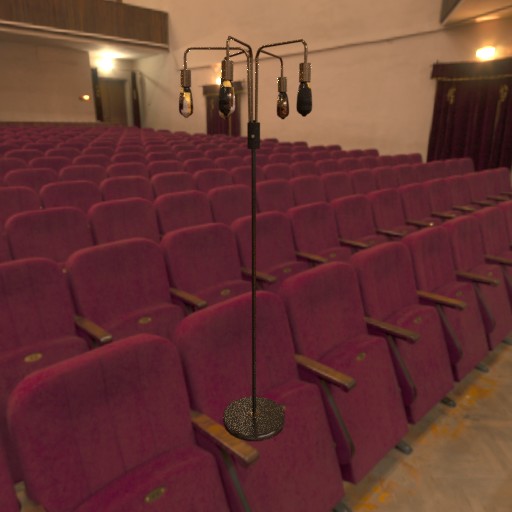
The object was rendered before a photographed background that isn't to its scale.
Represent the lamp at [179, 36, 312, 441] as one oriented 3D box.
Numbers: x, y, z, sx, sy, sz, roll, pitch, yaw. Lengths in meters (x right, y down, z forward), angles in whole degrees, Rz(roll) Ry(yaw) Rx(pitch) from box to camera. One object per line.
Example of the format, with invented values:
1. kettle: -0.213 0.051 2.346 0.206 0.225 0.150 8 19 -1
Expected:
1. lamp: 0.000 0.000 1.993 0.572 1.721 0.599 -15 22 -42
